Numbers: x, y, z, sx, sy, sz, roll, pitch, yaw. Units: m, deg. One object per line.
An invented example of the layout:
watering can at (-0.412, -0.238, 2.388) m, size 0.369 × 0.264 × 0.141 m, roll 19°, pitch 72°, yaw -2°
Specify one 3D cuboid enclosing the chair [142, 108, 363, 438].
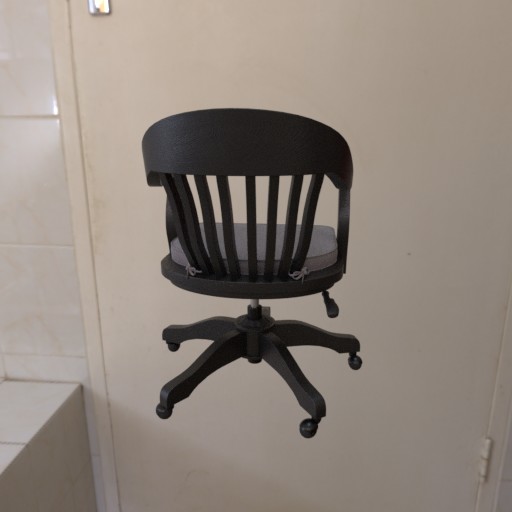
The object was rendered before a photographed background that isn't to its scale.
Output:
chair at (0.000, 0.000, 1.449) m, size 0.750 × 0.878 × 0.788 m, roll 2°, pitch 15°, yaw 7°
